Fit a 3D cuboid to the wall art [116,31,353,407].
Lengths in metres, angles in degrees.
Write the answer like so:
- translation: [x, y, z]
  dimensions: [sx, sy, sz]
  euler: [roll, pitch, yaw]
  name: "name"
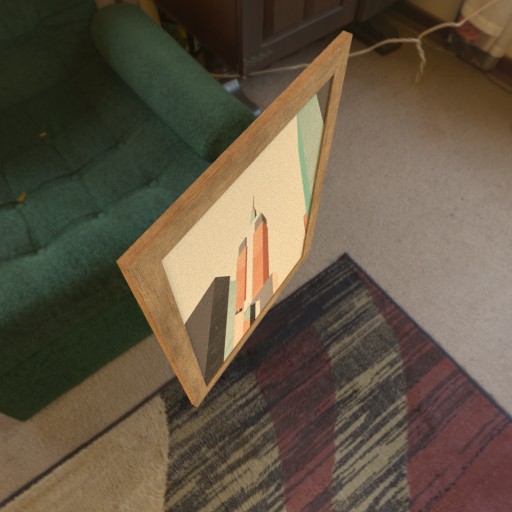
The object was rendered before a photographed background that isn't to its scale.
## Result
- translation: [0.000, 0.000, 0.905]
  dimensions: [0.018, 0.686, 0.534]
  euler: [30, 63, 17]
  name: "wall art"
